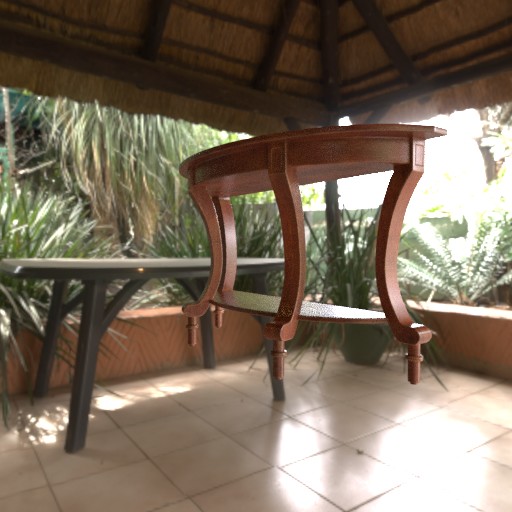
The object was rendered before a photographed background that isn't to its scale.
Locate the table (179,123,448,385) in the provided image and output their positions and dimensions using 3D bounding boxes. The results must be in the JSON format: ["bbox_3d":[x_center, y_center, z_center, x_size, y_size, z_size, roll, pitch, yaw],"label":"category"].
[{"bbox_3d":[0.000,0.000,1.559,0.394,0.699,1.198,-1,2,-36],"label":"table"}]
